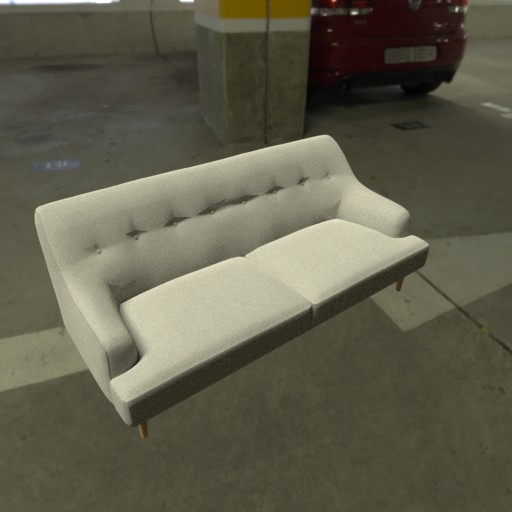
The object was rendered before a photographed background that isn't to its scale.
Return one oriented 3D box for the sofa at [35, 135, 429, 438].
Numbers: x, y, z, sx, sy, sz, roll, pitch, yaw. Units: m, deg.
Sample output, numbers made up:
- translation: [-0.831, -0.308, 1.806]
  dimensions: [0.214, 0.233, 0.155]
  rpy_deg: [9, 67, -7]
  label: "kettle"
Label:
- translation: [0.000, 0.000, 2.541]
  dimensions: [2.057, 0.871, 0.978]
  rpy_deg: [-22, 38, -31]
  label: "sofa"
